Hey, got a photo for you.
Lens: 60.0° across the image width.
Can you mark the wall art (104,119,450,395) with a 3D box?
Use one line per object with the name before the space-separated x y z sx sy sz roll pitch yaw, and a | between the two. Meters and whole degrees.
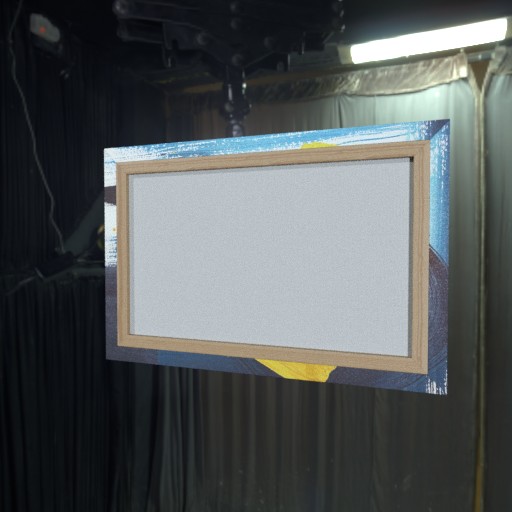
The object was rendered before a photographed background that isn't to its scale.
wall art | 0.000 0.000 1.148 0.914 0.610 0.039 1 2 20
